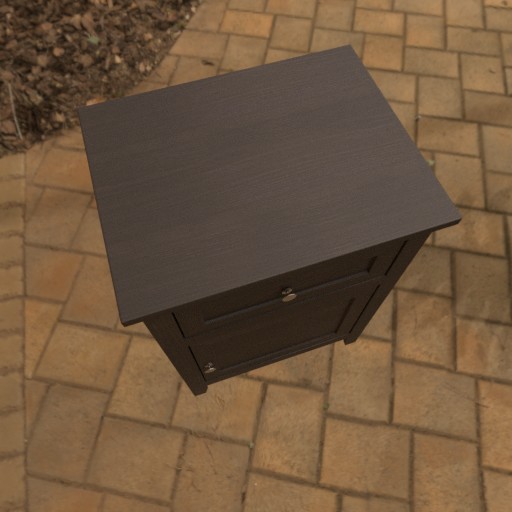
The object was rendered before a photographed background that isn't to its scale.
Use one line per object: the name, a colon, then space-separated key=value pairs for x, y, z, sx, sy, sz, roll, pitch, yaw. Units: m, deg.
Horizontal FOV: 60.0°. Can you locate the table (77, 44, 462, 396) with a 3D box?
table: x=0.000 y=0.000 z=0.947 sx=0.480 sy=0.635 sz=0.381 roll=-17 pitch=64 yaw=-8
